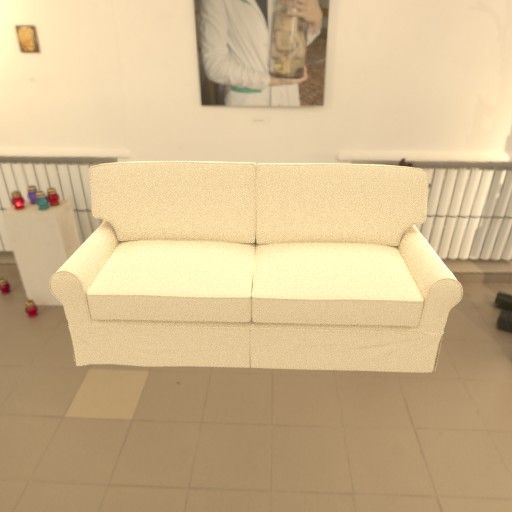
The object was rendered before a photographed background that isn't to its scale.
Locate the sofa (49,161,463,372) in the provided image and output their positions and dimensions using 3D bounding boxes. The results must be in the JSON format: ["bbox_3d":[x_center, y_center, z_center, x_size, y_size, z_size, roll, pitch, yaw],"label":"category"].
[{"bbox_3d":[0.000,0.000,2.514,2.021,0.937,0.862,1,29,2],"label":"sofa"}]
